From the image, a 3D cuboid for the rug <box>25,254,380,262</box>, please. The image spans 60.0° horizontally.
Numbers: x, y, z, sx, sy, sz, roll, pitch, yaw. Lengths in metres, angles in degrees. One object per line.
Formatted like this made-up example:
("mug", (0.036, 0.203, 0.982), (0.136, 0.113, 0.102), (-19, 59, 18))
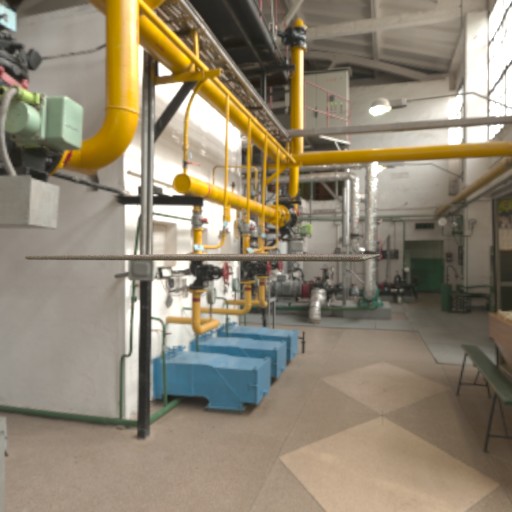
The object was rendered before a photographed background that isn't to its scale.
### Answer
("rug", (0.000, 0.000, 2.195), (1.144, 0.014, 1.748), (0, 1, 17))
